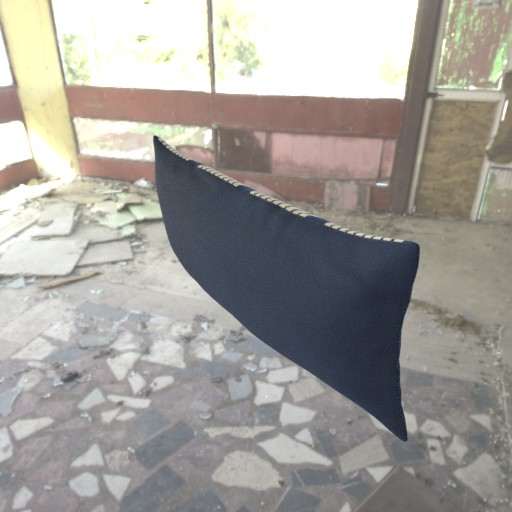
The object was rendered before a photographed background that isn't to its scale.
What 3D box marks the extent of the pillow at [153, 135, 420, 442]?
[{"bbox_3d":[0.000,0.000,0.706,0.156,0.292,0.608,-17,32,-31],"label":"pillow"}]
